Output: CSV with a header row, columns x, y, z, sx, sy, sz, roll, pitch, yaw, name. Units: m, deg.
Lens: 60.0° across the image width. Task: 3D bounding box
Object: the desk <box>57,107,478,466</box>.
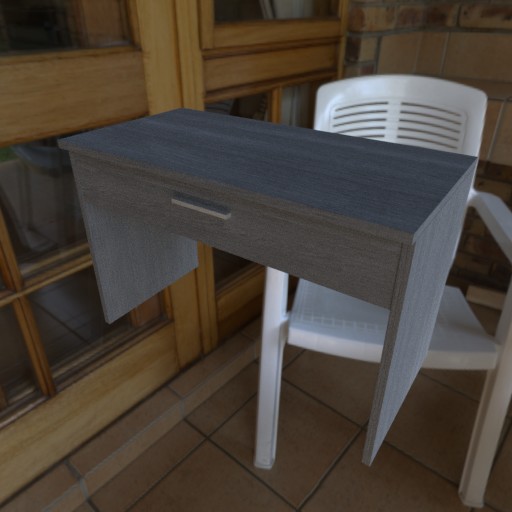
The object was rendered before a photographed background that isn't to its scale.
x,y,z,sx,sy,sz,roll,pitch,yaw,name
0.000,0.000,1.474,1.099,0.729,0.557,19,35,29,desk
